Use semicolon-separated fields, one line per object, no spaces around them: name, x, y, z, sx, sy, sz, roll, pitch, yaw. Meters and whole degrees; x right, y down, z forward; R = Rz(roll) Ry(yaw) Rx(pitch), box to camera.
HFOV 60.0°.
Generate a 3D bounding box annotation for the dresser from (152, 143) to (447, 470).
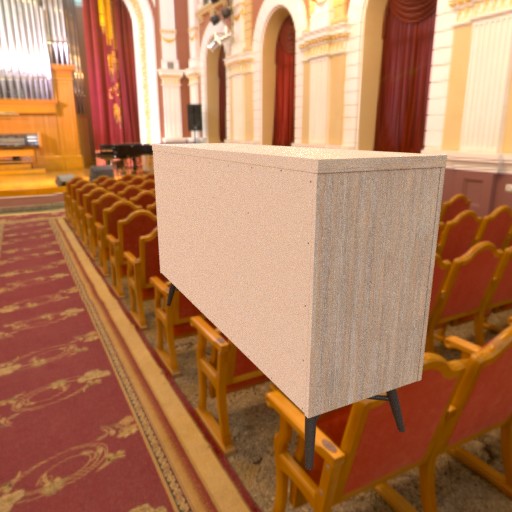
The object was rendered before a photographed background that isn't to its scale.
dresser;0.000;0.000;1.928;0.457;0.914;1.524;-8;18;-26
